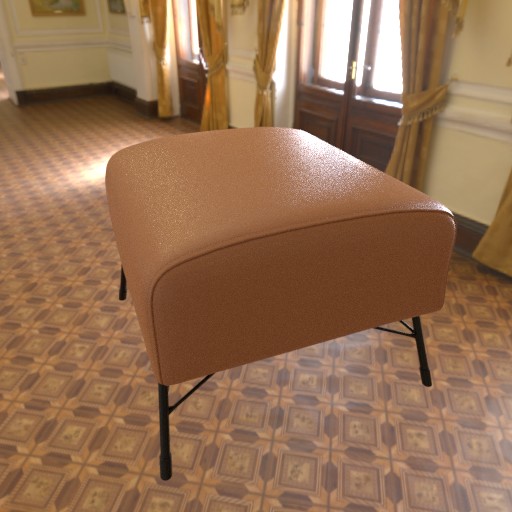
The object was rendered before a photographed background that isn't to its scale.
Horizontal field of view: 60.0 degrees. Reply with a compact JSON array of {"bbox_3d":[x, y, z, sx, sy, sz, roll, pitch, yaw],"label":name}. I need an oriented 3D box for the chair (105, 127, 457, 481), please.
[{"bbox_3d":[0.000,0.000,0.882,0.530,0.410,0.530,-12,32,-19],"label":"chair"}]
